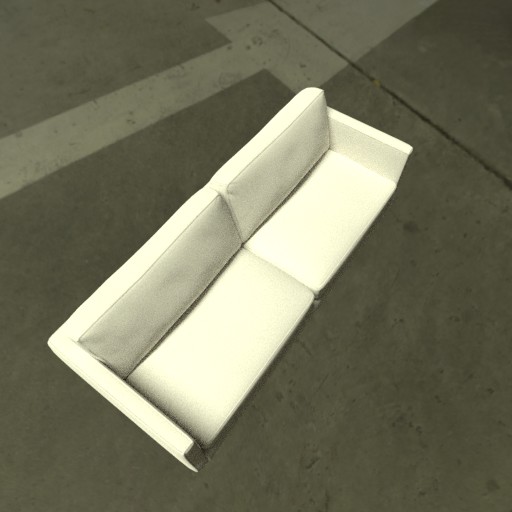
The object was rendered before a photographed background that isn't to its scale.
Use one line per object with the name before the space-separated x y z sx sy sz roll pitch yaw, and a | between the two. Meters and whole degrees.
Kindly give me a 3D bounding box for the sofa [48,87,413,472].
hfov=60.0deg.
sofa | 0.000 0.000 2.807 0.951 0.962 2.361 32 64 18
